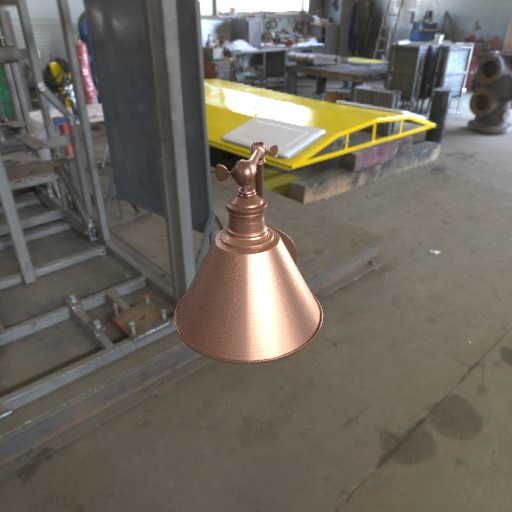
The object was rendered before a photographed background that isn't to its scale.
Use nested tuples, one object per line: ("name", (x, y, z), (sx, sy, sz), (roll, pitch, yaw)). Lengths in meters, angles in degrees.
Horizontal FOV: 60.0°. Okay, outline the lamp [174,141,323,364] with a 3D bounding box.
("lamp", (0.000, 0.000, 0.856), (0.223, 0.502, 0.624), (2, 30, 3))
